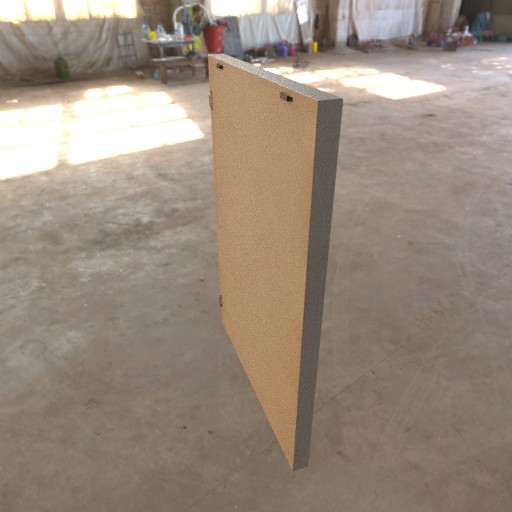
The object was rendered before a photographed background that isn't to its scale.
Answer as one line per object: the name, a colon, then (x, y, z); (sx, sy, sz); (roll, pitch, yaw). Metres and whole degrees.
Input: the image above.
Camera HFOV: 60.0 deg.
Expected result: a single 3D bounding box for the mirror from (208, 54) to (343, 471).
mirror: (0.000, 0.000, 0.912); (0.039, 0.710, 0.507); (-11, 32, -17)
